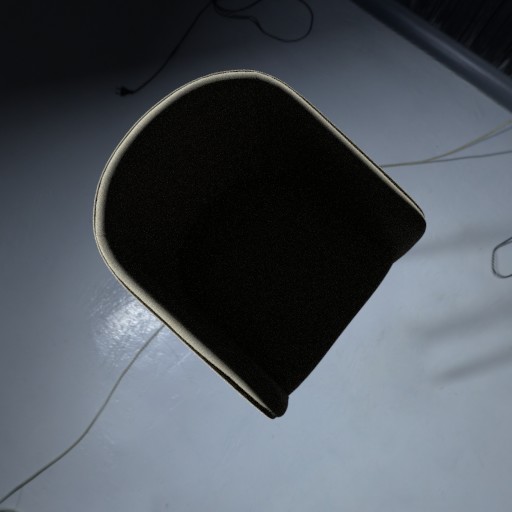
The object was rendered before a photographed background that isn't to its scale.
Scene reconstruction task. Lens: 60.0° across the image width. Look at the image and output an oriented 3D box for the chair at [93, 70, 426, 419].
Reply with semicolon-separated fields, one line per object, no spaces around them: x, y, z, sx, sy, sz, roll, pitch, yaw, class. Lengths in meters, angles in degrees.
0.000;0.000;1.222;0.616;0.775;0.584;39;79;9;chair
